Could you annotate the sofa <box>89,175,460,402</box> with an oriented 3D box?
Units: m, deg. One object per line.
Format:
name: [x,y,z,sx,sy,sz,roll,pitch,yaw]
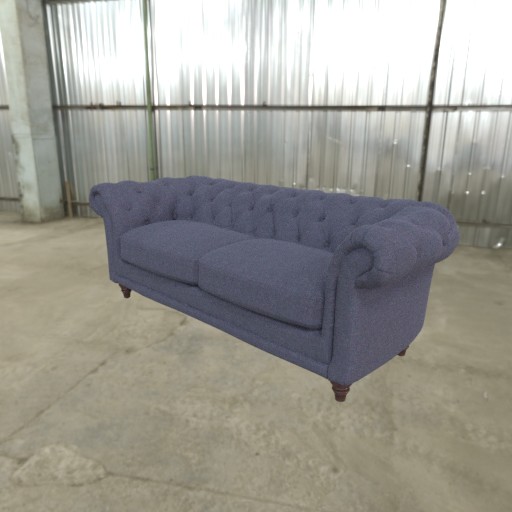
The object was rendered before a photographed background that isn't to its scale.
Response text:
sofa: [0.000,0.000,2.799,2.335,0.836,1.046,15,22,42]
